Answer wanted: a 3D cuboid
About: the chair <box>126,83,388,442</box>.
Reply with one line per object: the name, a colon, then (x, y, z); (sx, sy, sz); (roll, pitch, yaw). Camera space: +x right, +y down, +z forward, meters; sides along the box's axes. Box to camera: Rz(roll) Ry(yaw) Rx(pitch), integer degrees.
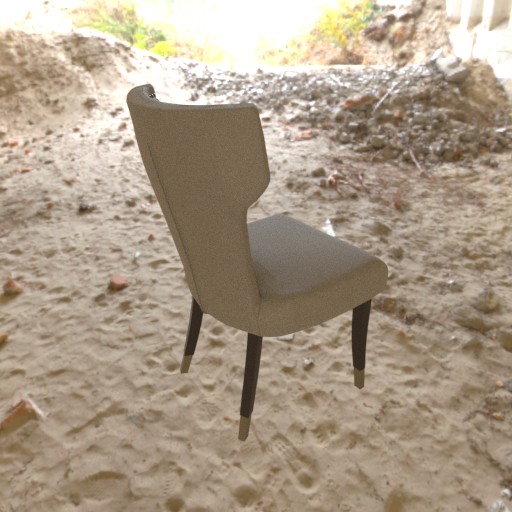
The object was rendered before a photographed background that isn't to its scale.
chair: (0.000, 0.000, 1.326); (0.630, 0.955, 0.526); (-19, 33, -33)
